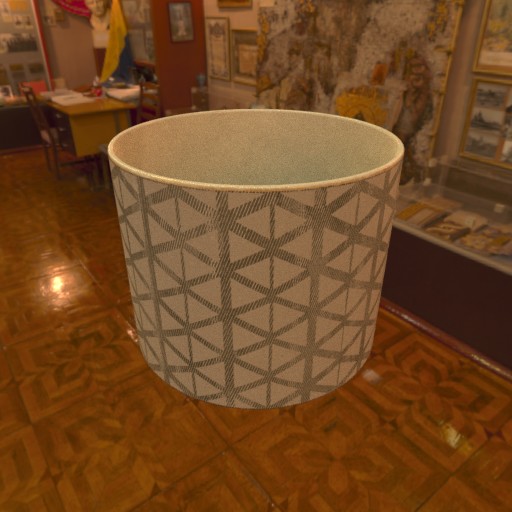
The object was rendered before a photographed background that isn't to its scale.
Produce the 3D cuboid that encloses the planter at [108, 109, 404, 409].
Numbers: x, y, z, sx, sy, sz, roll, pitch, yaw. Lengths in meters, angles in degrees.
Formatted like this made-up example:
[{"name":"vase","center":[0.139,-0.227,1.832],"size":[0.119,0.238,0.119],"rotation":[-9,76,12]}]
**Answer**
[{"name":"planter","center":[0.000,0.000,0.339],"size":[0.190,0.181,0.190],"rotation":[0,29,0]}]
